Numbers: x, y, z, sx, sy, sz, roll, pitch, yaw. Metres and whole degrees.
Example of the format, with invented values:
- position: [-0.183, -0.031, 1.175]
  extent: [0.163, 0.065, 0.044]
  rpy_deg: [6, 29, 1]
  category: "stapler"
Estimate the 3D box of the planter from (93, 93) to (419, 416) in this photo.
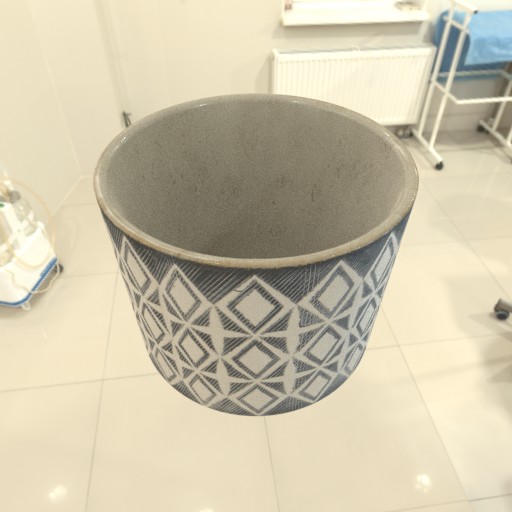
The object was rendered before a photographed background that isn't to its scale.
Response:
- position: [0.000, 0.000, 0.326]
  extent: [0.192, 0.165, 0.192]
  rpy_deg: [0, 43, 0]
  category: "planter"
